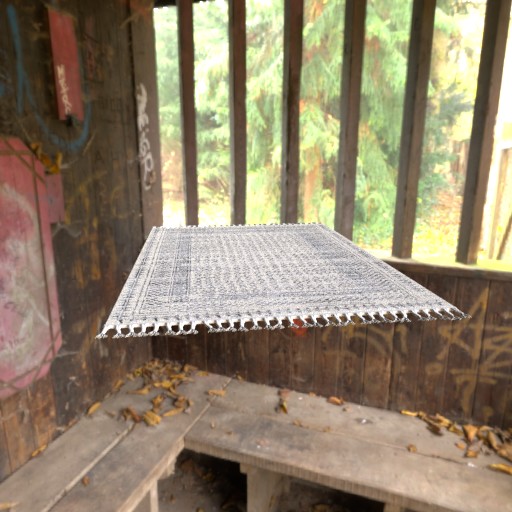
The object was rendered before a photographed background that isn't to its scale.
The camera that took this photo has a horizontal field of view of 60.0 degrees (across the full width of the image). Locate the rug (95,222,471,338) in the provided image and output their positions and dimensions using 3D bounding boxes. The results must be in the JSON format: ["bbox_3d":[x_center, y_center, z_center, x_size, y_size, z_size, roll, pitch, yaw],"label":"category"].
[{"bbox_3d":[0.000,0.000,2.311,1.243,0.013,1.872,-2,15,-7],"label":"rug"}]
